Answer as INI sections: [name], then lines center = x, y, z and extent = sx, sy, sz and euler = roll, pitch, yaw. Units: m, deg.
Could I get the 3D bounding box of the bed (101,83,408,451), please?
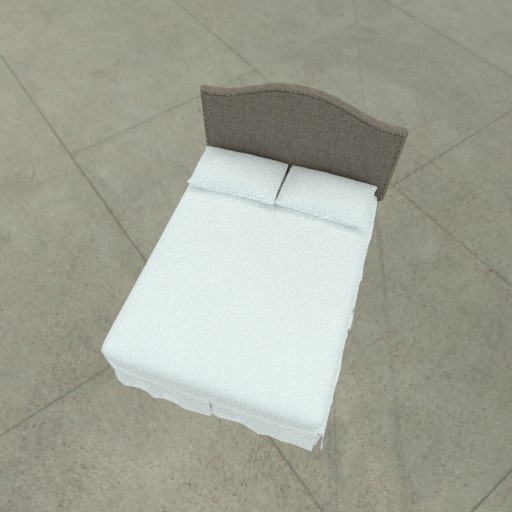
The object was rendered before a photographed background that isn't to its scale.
[bed]
center = 0.000, 0.000, 3.340
extent = 1.713, 1.518, 2.153
euler = 16, 59, 10
